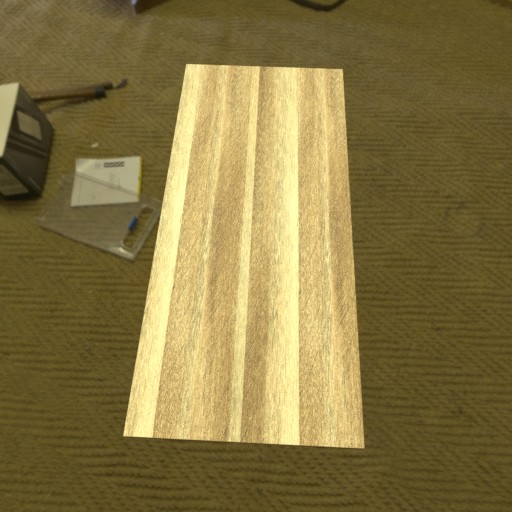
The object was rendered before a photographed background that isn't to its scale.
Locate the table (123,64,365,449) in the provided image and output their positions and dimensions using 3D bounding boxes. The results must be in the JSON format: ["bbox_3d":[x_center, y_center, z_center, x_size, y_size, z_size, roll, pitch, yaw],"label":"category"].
[{"bbox_3d":[0.000,0.000,1.362,0.493,0.480,1.095,2,63,1],"label":"table"}]
